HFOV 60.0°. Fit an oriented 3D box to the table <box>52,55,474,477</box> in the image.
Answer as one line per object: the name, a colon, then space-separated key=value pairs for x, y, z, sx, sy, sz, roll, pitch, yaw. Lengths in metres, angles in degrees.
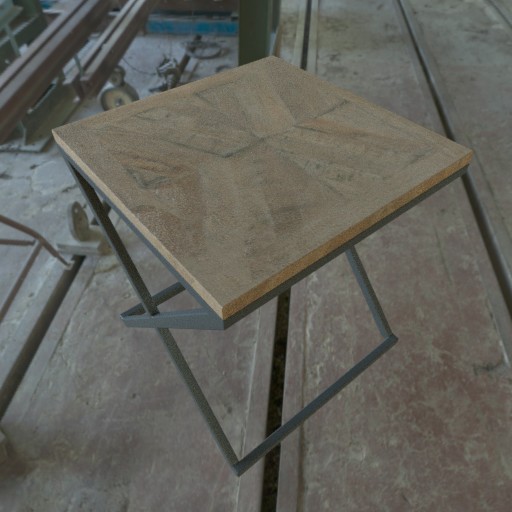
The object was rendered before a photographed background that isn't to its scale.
table: x=0.000 y=0.000 z=0.926 sx=0.499 sy=0.550 sz=0.498 roll=-30 pitch=53 yaw=-26
